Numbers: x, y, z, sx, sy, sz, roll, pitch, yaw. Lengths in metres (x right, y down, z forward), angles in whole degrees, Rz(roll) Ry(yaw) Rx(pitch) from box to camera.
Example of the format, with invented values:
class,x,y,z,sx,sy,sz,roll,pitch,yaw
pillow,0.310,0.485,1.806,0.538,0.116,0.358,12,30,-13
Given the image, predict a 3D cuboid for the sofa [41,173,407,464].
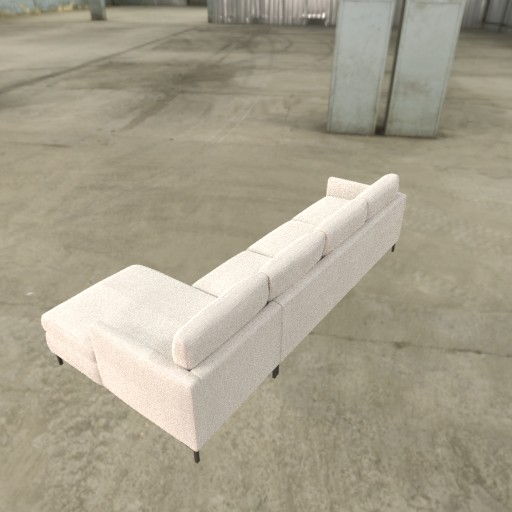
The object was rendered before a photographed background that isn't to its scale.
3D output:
class,x,y,z,sx,sy,sz,roll,pitch,yaw
sofa,0.000,0.000,2.937,1.126,0.677,2.445,21,37,31
